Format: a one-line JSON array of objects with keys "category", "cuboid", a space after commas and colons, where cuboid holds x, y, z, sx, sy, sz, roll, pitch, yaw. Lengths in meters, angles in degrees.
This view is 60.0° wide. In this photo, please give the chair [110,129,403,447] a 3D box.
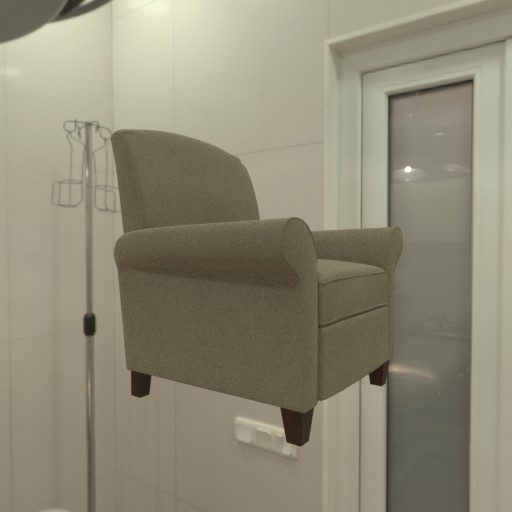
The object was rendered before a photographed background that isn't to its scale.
[{"category": "chair", "cuboid": [0.000, 0.000, 1.774, 0.905, 1.061, 0.978, 1, 2, 36]}]
